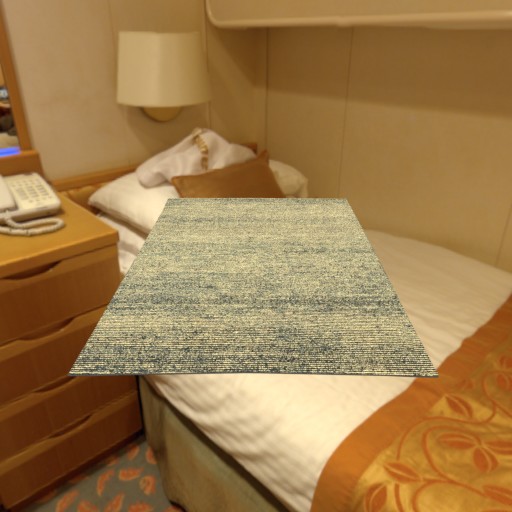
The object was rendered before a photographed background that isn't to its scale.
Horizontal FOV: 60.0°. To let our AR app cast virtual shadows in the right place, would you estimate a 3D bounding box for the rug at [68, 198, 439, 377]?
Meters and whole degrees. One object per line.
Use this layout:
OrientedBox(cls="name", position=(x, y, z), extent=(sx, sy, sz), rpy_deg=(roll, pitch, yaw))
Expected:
OrientedBox(cls="rug", position=(0.000, 0.000, 2.976), extent=(1.624, 0.030, 2.349), rpy_deg=(0, 26, 1))
